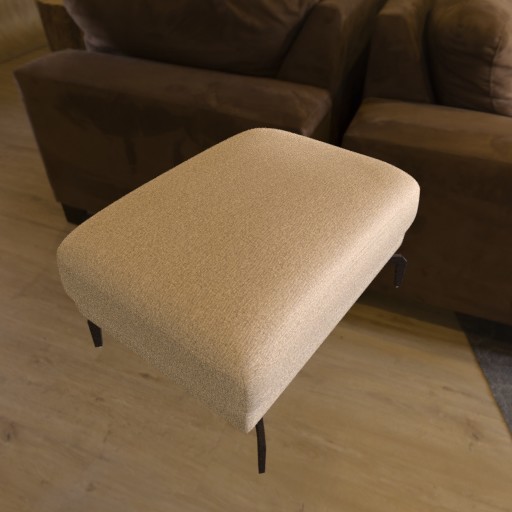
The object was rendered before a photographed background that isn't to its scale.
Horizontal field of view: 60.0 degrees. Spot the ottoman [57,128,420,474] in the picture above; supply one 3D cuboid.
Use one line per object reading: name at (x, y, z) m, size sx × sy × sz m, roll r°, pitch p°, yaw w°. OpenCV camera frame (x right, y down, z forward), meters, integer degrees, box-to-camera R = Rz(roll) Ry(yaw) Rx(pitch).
ottoman at (0.000, 0.000, 1.117) m, size 0.568 × 0.420 × 0.772 m, roll 26°, pitch 47°, yaw 27°
